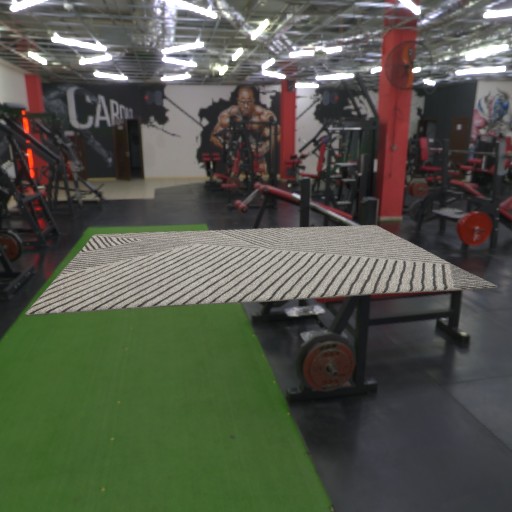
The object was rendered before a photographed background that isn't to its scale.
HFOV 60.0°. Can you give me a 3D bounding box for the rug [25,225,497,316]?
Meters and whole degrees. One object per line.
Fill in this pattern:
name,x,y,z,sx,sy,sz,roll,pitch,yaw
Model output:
rug,0.000,0.000,2.281,1.842,0.019,1.237,-2,16,-9
